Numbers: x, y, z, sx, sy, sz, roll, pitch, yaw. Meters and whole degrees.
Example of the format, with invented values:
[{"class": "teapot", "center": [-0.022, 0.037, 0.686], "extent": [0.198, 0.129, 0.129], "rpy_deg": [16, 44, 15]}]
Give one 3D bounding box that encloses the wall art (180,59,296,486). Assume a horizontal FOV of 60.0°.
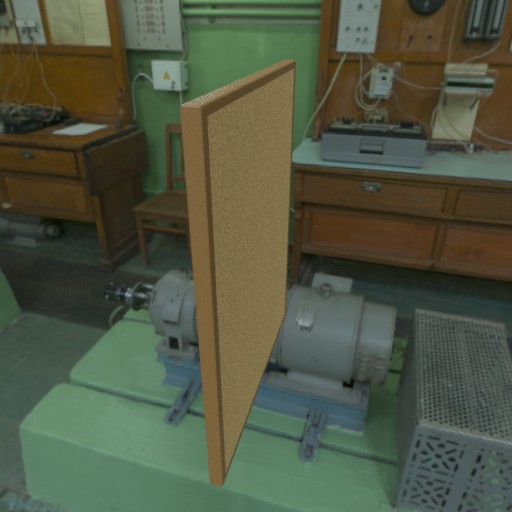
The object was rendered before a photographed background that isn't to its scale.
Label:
[{"class": "wall art", "center": [0.000, 0.000, 0.723], "extent": [0.021, 0.550, 0.449], "rpy_deg": [8, 30, 14]}]
